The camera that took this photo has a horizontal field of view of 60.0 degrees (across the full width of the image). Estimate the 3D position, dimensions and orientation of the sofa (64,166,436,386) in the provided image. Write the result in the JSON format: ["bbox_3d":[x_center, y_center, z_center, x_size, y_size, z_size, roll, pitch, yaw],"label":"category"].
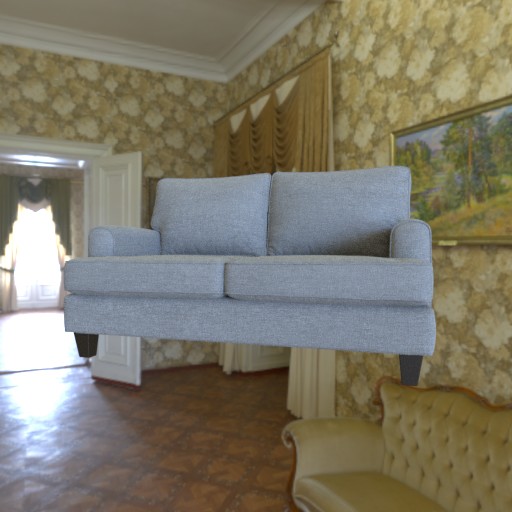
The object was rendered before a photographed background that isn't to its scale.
[{"bbox_3d":[0.000,0.000,2.262,1.651,0.965,0.965,0,0,18],"label":"sofa"}]
